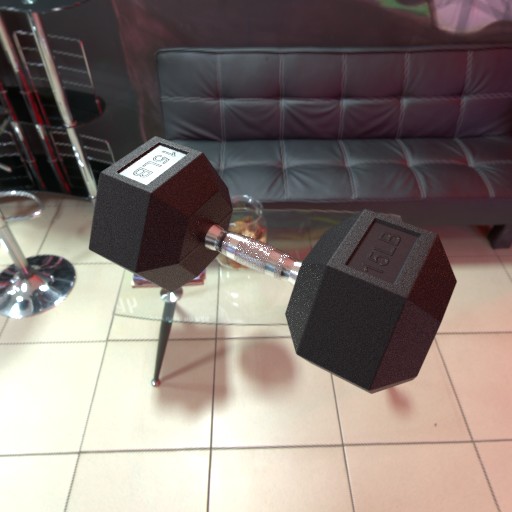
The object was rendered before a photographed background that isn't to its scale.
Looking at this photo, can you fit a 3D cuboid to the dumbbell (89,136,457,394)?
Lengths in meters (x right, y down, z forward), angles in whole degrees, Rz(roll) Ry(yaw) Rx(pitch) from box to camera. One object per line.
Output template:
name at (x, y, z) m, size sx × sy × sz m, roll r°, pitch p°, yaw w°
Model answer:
dumbbell at (0.000, 0.000, 0.338) m, size 0.271 × 0.106 × 0.122 m, roll 23°, pitch 49°, yaw 22°
